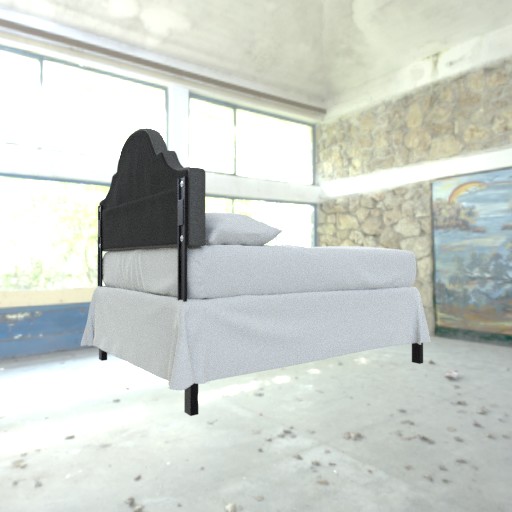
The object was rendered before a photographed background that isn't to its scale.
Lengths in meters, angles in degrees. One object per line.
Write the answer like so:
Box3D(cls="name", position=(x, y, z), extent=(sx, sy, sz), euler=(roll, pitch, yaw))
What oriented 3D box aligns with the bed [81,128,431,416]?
Box3D(cls="bed", position=(0.000, 0.000, 3.452), extent=(2.222, 1.634, 1.780), euler=(0, -1, -36))
